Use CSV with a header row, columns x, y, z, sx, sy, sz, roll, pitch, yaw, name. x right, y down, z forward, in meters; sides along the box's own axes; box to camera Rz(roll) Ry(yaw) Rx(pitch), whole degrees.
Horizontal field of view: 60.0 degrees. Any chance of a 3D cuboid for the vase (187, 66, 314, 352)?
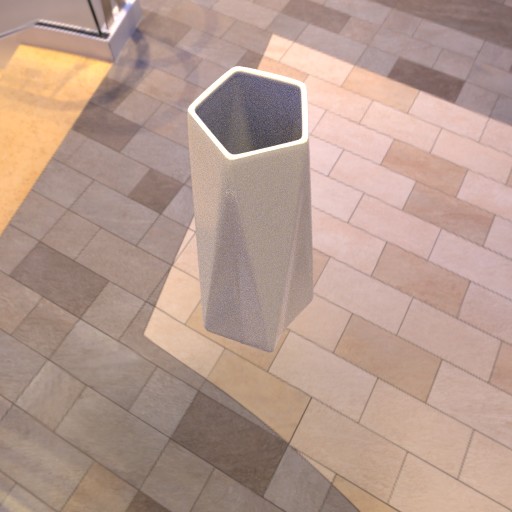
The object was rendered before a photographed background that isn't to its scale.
x,y,z,sx,sy,sz,roll,pitch,yaw,name
0.000,0.000,0.382,0.122,0.329,0.116,-15,64,-7,vase
